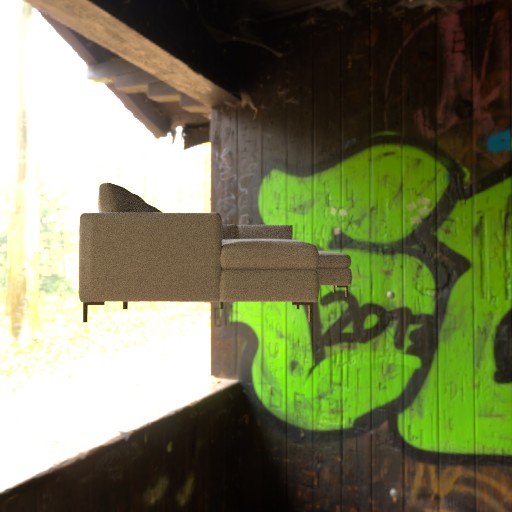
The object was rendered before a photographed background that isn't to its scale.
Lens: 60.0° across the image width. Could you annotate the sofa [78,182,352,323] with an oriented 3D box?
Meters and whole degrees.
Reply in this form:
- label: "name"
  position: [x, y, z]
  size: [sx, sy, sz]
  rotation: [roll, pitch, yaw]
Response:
- label: "sofa"
  position: [0.000, 0.000, 3.633]
  size: [1.879, 0.756, 2.737]
  rotation: [0, -1, -1]
